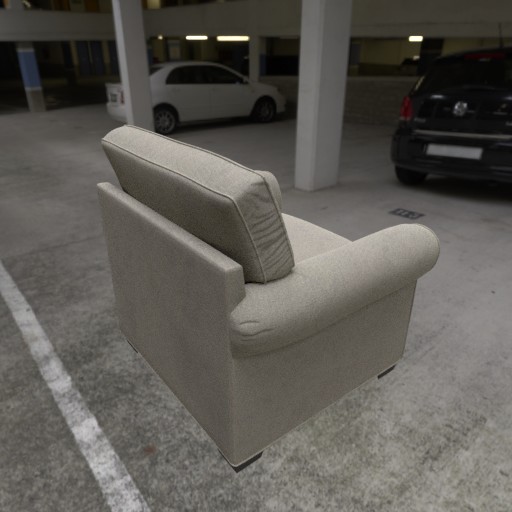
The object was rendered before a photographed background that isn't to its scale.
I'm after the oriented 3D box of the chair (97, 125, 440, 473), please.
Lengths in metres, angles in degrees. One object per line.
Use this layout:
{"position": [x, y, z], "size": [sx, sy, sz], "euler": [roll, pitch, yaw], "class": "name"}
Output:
{"position": [0.000, 0.000, 1.869], "size": [0.939, 1.044, 1.147], "euler": [-19, 32, -33], "class": "chair"}
